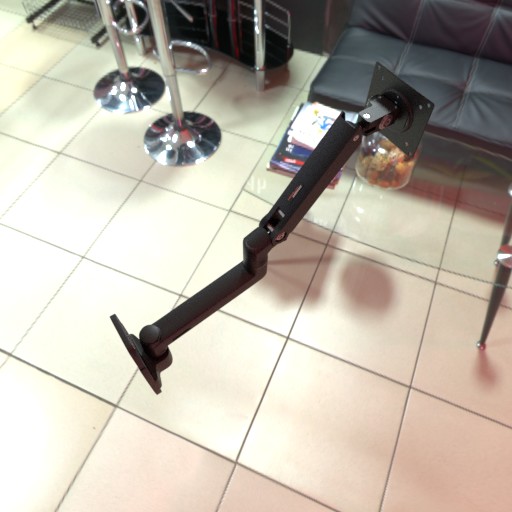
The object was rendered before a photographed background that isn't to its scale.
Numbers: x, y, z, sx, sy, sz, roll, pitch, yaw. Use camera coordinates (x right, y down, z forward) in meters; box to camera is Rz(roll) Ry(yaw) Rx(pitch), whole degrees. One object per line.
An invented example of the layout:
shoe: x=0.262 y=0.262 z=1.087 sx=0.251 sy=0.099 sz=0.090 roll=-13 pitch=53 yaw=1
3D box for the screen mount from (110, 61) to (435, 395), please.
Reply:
screen mount: x=0.000 y=0.000 z=0.735 sx=0.495 sy=0.466 sz=0.115 roll=-29 pitch=62 yaw=-17
